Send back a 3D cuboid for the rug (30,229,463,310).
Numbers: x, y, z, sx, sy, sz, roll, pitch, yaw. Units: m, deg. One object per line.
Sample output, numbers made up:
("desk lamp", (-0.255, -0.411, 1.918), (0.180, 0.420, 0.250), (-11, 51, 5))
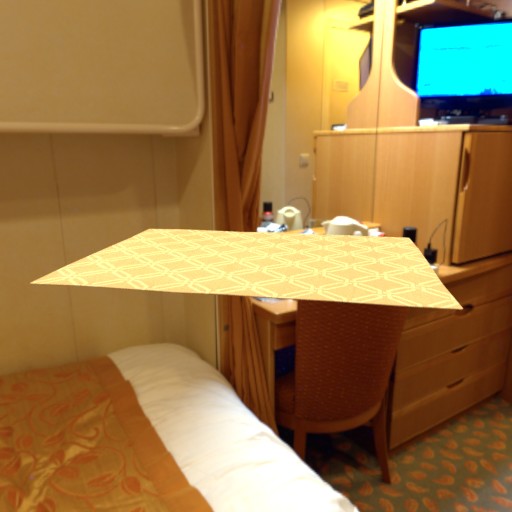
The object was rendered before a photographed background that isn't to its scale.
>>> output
("rug", (0.000, 0.000, 4.502), (3.365, 0.020, 2.452), (2, 14, 10))
